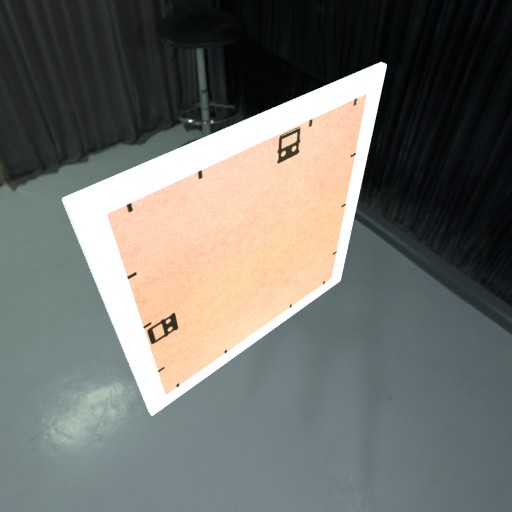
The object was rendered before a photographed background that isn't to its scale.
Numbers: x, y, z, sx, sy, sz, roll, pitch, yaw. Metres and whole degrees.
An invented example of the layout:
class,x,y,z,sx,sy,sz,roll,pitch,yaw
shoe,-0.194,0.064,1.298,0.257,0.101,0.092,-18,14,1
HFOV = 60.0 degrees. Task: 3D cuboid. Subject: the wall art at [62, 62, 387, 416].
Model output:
class,x,y,z,sx,sy,sz,roll,pitch,yaw
wall art,0.000,0.000,0.857,0.584,0.584,0.013,-31,54,-26
